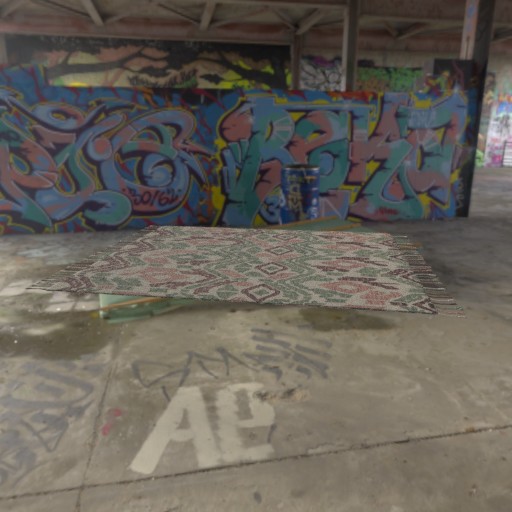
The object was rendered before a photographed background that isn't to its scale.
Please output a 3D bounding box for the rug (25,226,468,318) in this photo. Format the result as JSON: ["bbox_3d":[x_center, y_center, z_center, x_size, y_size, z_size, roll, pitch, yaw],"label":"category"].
[{"bbox_3d":[0.000,0.000,4.097,3.048,0.010,2.438,2,15,9],"label":"rug"}]
